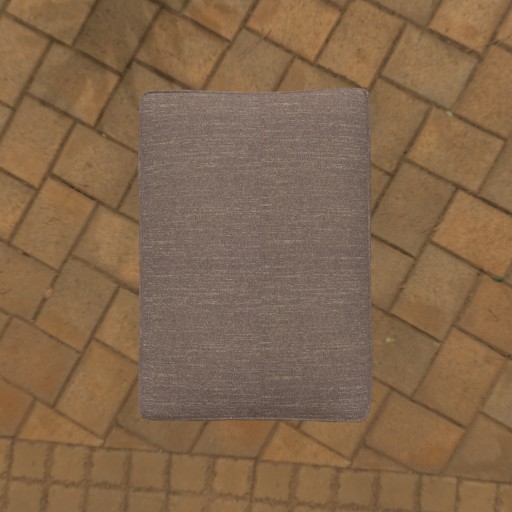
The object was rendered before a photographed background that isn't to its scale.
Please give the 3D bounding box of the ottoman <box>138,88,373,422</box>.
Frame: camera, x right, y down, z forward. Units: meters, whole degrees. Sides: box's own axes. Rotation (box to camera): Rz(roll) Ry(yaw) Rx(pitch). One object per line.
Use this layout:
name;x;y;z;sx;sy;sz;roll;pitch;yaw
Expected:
ottoman;0.000;0.000;1.033;0.508;0.406;0.686;0;89;1
